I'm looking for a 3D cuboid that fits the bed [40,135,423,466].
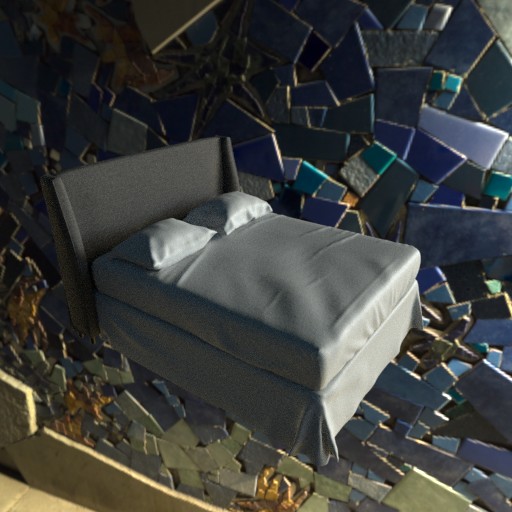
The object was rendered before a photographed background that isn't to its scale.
[{"bbox_3d":[0.000,0.000,3.370,2.276,1.332,1.925,17,30,32],"label":"bed"}]
